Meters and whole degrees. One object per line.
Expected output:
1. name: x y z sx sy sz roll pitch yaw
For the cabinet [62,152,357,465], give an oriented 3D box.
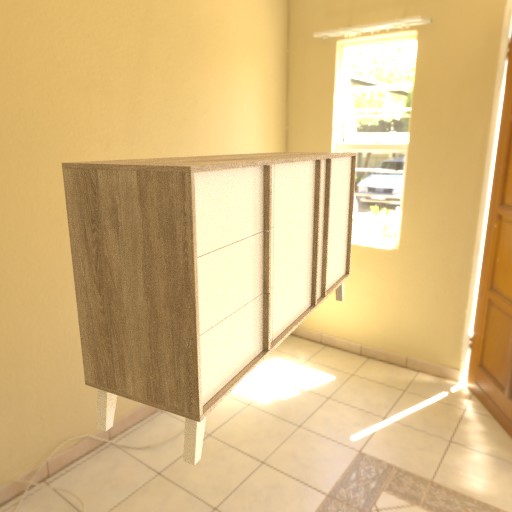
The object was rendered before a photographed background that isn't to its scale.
1. cabinet: 0.000 0.000 1.980 0.450 0.870 1.600 7 16 26
